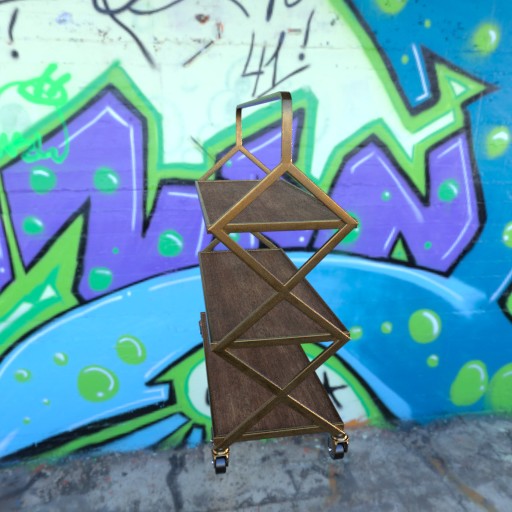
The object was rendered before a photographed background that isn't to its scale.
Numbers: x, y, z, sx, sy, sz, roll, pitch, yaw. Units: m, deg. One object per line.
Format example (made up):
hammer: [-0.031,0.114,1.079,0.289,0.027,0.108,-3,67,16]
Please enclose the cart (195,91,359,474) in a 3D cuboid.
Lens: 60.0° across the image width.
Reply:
cart: [0.000,0.000,1.213,0.313,0.805,0.723,-3,17,-9]
